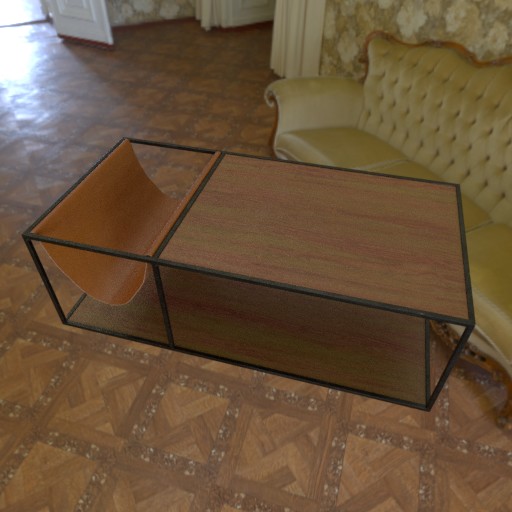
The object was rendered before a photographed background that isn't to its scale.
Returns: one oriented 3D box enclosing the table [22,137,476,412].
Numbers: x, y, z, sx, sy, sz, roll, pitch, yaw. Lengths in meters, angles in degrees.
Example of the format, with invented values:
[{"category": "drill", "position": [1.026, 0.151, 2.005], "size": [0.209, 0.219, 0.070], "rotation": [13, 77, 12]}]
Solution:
[{"category": "table", "position": [0.000, 0.000, 1.468], "size": [1.199, 0.403, 0.597], "rotation": [11, 43, 11]}]
